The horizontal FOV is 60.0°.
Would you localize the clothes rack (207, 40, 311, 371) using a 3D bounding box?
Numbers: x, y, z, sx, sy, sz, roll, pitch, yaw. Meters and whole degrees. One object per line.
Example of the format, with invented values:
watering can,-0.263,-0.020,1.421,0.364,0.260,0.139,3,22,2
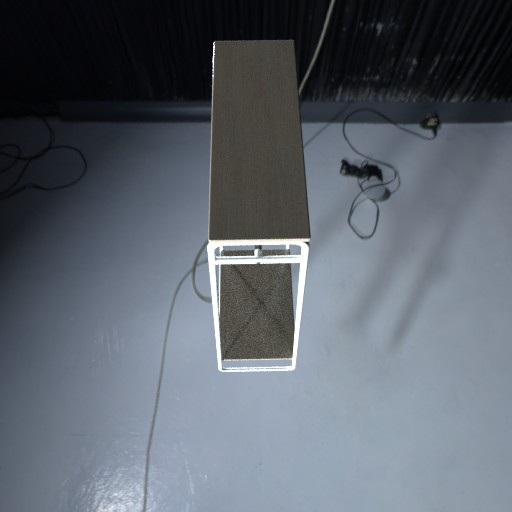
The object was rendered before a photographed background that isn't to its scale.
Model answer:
clothes rack,0.000,0.000,1.806,0.400,1.512,0.640,-1,65,-1
